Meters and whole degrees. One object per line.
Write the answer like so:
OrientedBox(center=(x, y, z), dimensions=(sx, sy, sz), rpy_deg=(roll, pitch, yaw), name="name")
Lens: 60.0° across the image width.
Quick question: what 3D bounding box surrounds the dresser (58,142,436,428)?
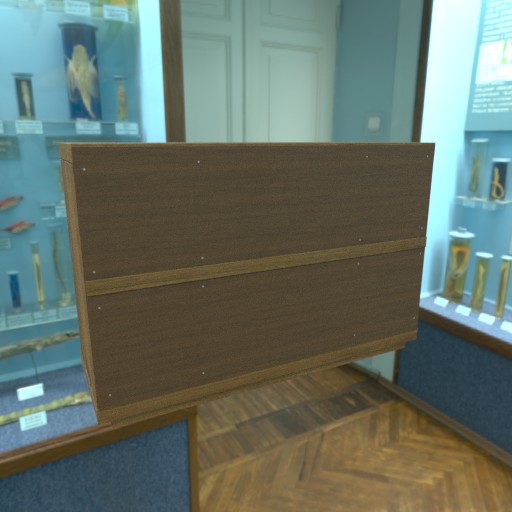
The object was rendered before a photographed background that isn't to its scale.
OrientedBox(center=(0.000, 0.000, 1.665), dimensions=(1.261, 0.825, 0.479), rpy_deg=(-7, 16, -26), name="dresser")
